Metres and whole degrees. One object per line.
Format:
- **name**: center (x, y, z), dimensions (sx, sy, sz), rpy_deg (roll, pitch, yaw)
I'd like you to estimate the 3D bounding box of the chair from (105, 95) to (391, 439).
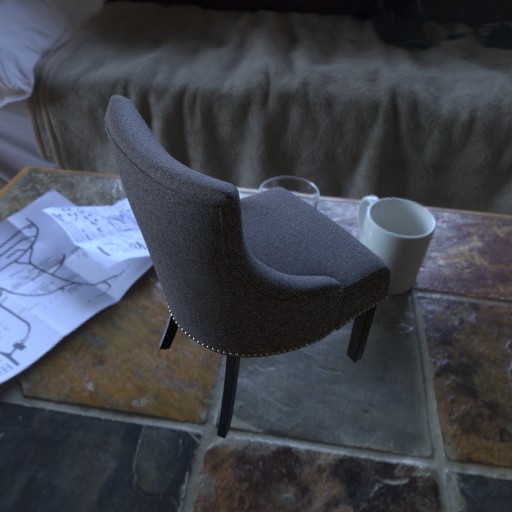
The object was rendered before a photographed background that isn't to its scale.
- **chair**: center (0.000, 0.000, 1.295), dimensions (0.629, 0.909, 0.566), rpy_deg (-26, 48, -25)
